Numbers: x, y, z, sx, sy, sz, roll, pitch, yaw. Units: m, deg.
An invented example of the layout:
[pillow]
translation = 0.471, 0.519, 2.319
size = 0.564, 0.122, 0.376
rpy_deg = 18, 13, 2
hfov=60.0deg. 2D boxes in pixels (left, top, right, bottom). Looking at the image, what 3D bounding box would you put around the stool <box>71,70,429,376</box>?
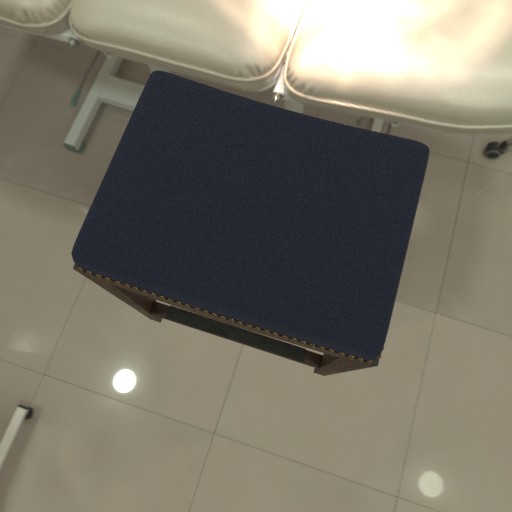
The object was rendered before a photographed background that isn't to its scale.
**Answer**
[stool]
translation = 0.000, 0.000, 0.958
size = 0.500, 0.642, 0.361
rpy_deg = 17, 75, 5
